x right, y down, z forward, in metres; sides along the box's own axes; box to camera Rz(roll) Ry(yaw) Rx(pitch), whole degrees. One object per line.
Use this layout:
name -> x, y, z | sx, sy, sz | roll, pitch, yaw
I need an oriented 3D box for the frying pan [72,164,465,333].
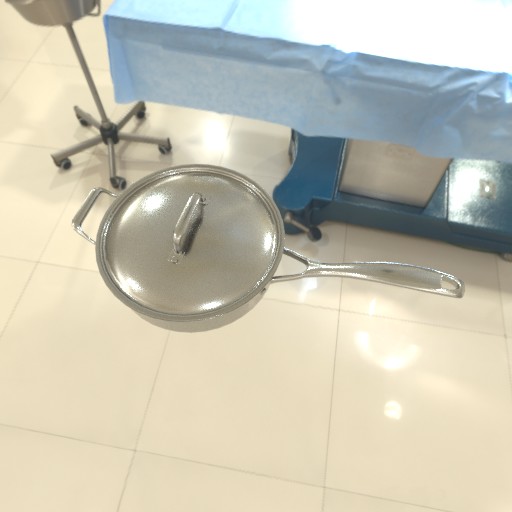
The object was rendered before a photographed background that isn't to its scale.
frying pan -> 0.000, 0.000, 0.575 | 0.492, 0.111, 0.245 | 15, 60, 9
